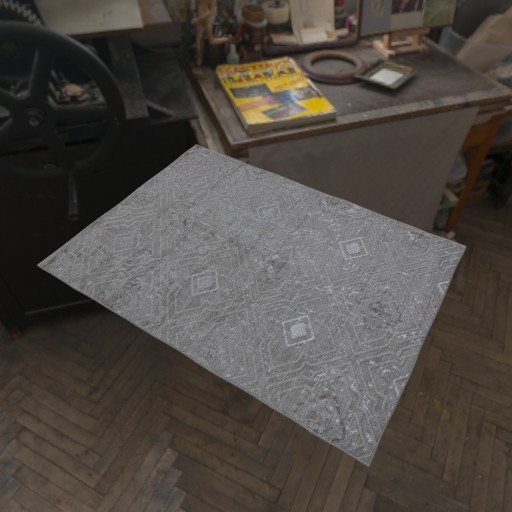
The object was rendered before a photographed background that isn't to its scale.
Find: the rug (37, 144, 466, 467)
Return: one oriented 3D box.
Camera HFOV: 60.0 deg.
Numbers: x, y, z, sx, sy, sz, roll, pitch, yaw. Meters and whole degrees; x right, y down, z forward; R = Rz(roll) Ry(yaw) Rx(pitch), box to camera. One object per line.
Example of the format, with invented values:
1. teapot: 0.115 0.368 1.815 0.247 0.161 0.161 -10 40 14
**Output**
1. rug: 0.000 0.000 4.270 3.359 0.020 2.448 25 52 22
